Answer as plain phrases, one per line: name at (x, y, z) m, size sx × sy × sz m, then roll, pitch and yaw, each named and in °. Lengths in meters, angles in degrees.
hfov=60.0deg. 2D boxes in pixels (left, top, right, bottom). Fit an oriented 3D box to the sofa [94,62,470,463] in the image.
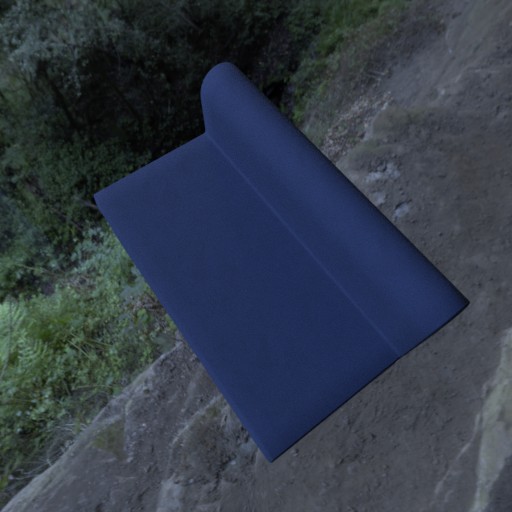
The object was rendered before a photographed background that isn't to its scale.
sofa at (0.000, 0.000, 1.678) m, size 0.762 × 0.660 × 1.219 m, roll -33°, pitch 69°, yaw -15°
